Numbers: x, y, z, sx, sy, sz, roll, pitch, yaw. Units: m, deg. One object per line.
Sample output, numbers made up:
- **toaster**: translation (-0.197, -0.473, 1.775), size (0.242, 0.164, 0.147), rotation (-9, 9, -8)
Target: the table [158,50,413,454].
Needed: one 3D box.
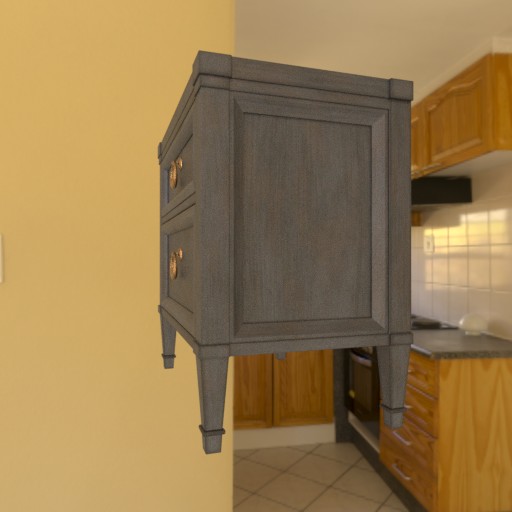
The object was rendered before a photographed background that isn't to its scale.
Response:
- **table**: translation (0.000, 0.000, 1.087), size (0.413, 0.660, 0.660), rotation (0, 0, -18)
